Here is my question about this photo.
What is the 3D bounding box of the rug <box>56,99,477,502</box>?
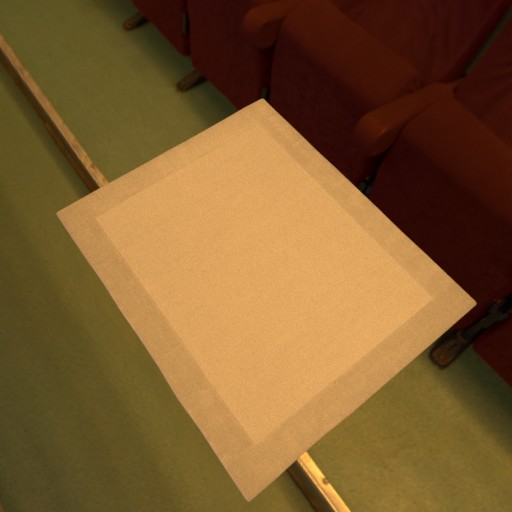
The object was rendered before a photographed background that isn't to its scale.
[{"bbox_3d":[0.000,0.000,3.926,2.430,0.018,2.976,-34,68,-16],"label":"rug"}]
